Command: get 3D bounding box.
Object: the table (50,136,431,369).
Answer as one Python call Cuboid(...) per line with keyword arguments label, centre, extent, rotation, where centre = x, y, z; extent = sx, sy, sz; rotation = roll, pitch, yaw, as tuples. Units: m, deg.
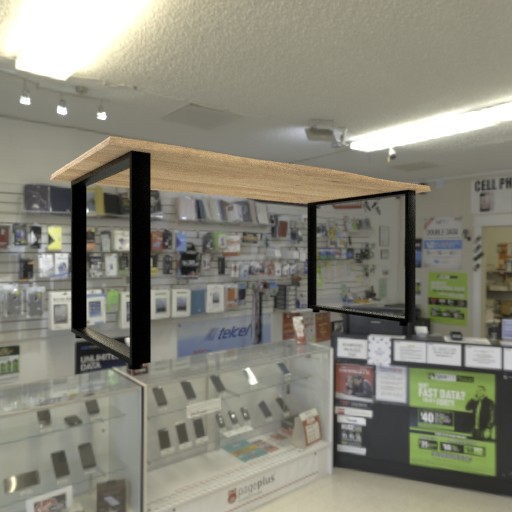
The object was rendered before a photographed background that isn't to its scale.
Cuboid(label="table", centre=(0.000, 0.000, 2.295), extent=(1.800, 0.780, 0.900), rotation=(0, 0, -36))
